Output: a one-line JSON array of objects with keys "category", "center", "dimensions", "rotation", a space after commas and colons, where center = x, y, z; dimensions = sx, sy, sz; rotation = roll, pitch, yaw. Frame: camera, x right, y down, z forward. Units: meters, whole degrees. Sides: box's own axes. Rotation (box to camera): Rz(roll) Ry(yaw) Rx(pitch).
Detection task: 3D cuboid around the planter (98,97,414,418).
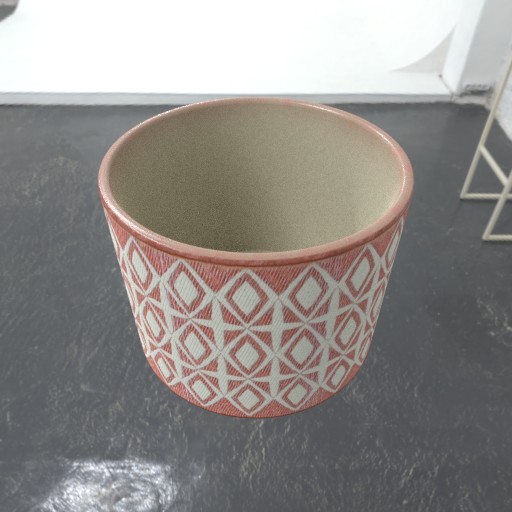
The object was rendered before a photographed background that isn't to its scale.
[{"category": "planter", "center": [0.000, 0.000, 0.473], "dimensions": [0.273, 0.237, 0.273], "rotation": [0, 42, 0]}]
